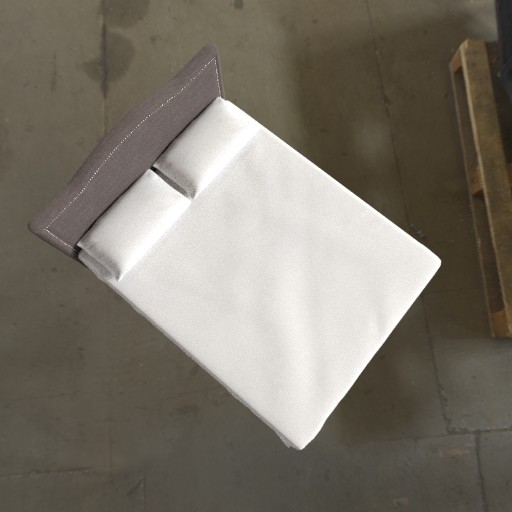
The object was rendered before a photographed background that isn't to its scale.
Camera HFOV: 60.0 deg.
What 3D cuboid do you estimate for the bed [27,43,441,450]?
[{"bbox_3d":[0.000,0.000,3.810,2.689,1.457,2.161,39,79,9],"label":"bed"}]
